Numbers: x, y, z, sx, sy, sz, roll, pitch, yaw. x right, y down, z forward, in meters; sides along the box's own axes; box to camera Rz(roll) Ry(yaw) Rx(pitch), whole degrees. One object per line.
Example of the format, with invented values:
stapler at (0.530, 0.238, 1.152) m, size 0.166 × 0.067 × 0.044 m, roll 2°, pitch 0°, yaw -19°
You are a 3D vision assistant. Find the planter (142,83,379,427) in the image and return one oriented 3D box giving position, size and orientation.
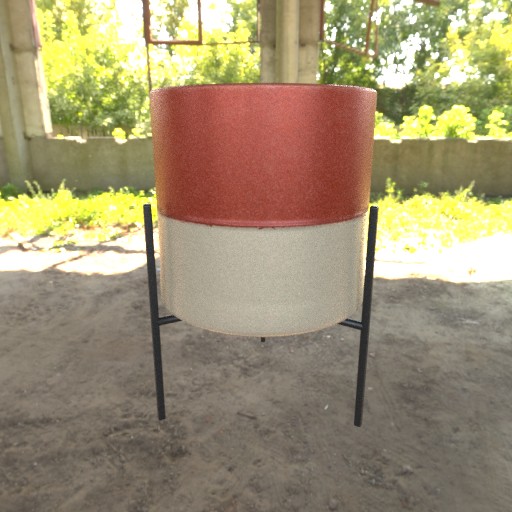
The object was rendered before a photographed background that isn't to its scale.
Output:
planter at (0.000, 0.000, 0.510) m, size 0.251 × 0.354 × 0.235 m, roll -8°, pitch 18°, yaw -26°
